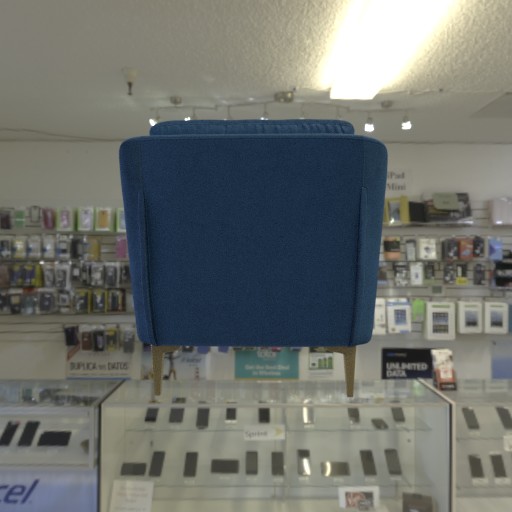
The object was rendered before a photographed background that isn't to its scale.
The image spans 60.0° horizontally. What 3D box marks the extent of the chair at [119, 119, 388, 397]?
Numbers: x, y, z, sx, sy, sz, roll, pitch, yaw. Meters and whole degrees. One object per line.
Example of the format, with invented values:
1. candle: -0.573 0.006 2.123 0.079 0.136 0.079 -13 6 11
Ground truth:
1. chair: 0.000 0.000 1.728 0.987 0.899 0.961 0 -1 2
